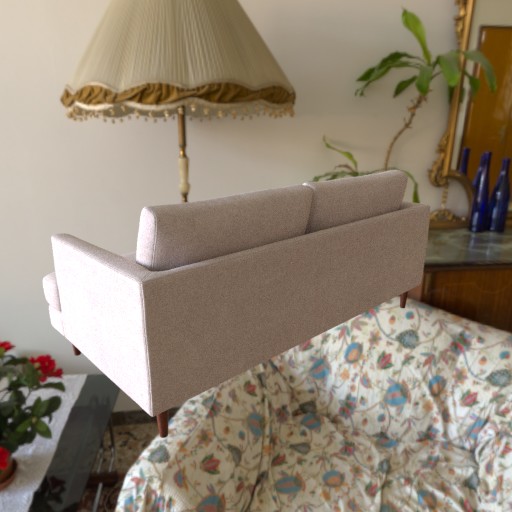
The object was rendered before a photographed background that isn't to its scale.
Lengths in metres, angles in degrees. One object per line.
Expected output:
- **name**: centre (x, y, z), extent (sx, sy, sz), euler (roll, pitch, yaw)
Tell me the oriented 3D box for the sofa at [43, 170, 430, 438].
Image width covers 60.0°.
- **sofa**: centre (0.000, 0.000, 2.444), extent (1.948, 0.868, 1.020), euler (-15, 23, -40)
